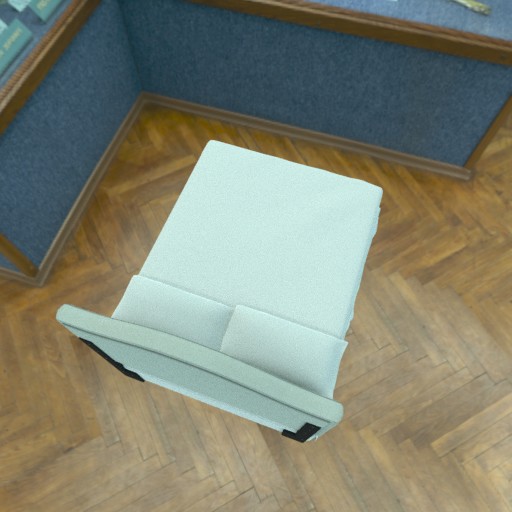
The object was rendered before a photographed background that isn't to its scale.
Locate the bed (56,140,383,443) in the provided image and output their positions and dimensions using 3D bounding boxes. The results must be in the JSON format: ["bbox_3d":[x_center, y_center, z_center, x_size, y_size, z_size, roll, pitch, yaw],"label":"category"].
[{"bbox_3d":[0.000,0.000,3.452,1.813,1.607,2.180,18,65,9],"label":"bed"}]
